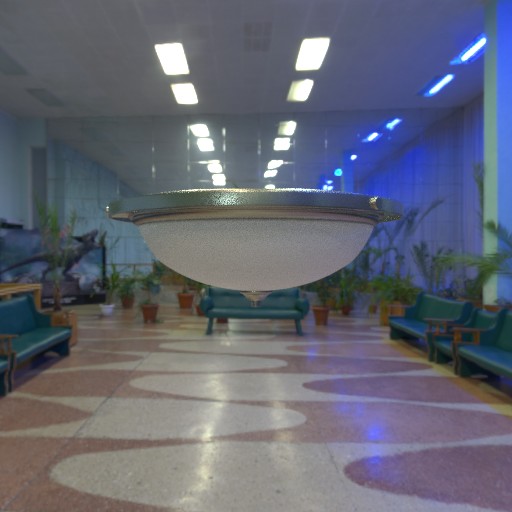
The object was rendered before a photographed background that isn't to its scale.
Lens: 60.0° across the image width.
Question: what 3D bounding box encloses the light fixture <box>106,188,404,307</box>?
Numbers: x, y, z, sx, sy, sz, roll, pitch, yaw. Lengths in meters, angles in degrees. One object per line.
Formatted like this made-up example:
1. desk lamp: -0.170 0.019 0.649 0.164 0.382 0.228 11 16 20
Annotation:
1. light fixture: 0.000 0.000 0.571 0.361 0.130 0.361 0 1 0
